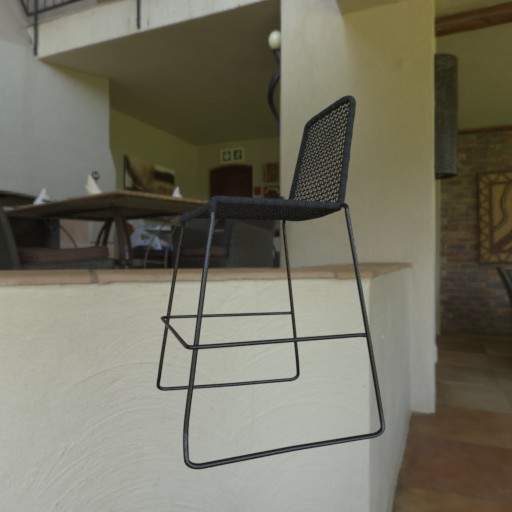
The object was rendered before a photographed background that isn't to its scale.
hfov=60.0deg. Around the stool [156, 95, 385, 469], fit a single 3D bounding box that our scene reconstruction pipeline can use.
[{"bbox_3d":[0.000,0.000,1.283,0.509,0.905,0.590,0,0,-18],"label":"stool"}]
